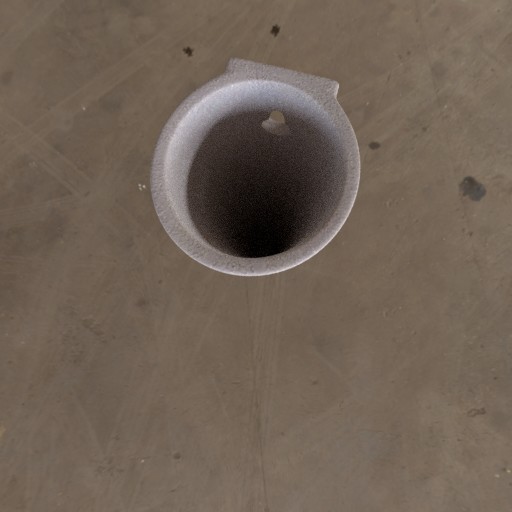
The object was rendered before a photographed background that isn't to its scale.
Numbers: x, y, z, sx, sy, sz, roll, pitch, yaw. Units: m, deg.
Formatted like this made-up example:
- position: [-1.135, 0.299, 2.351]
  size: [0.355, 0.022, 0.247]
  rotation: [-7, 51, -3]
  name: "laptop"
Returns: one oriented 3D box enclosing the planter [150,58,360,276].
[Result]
- position: [0.000, 0.000, 0.289]
  size: [0.078, 0.259, 0.087]
  rotation: [14, 75, 4]
  name: "planter"
